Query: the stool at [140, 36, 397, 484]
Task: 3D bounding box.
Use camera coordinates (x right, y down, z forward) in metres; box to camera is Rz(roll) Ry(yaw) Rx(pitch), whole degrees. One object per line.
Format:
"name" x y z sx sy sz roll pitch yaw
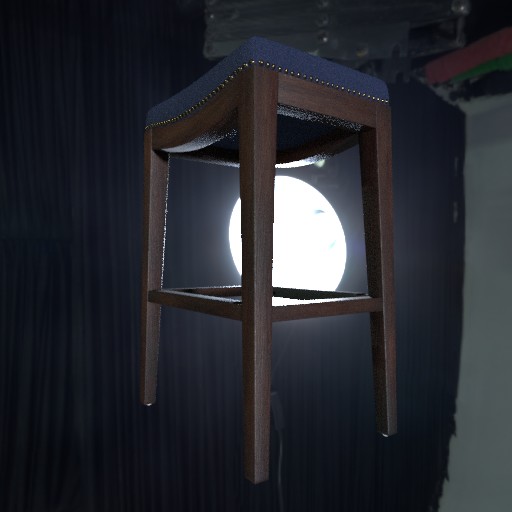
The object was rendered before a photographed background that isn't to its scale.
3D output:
"stool" 0.000 0.000 1.011 0.358 0.740 0.498 0 0 -35
